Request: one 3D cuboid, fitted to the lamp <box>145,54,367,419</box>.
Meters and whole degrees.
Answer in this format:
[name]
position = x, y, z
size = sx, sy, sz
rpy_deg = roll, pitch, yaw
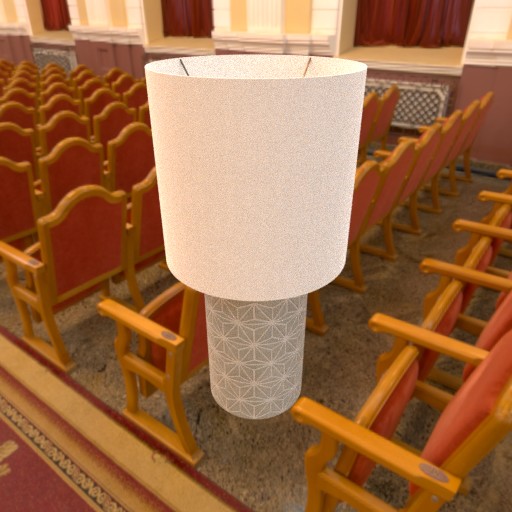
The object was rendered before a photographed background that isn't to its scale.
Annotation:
[lamp]
position = 0.000, 0.000, 0.521
size = 0.206, 0.416, 0.206
rpy_deg = 20, 35, 32
